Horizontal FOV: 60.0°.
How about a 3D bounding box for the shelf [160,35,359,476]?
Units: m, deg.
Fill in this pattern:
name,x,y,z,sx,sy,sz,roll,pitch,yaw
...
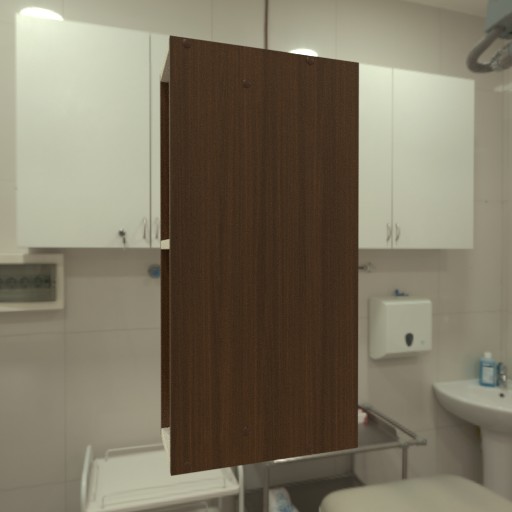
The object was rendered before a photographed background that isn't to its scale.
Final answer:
name,x,y,z,sx,sy,sz,roll,pitch,yaw
shelf,0.000,0.000,0.715,0.290,0.600,0.147,0,1,-17
